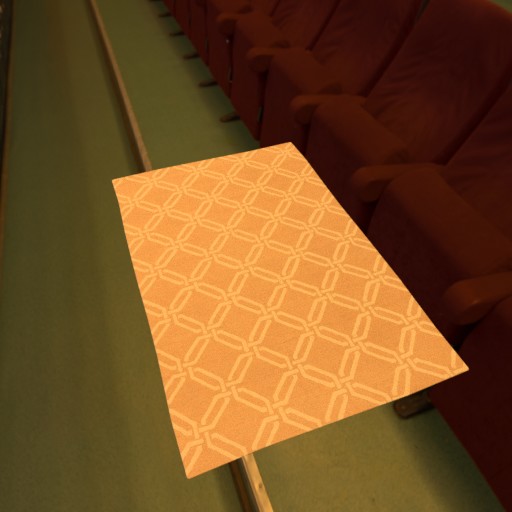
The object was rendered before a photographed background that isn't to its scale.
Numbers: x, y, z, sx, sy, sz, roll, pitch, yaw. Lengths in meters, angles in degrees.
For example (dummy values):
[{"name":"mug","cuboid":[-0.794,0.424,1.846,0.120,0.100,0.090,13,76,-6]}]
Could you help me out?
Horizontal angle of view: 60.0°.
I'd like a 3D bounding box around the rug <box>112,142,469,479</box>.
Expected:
[{"name":"rug","cuboid":[0.000,0.000,2.154,1.146,0.010,1.745,-15,48,-14]}]
